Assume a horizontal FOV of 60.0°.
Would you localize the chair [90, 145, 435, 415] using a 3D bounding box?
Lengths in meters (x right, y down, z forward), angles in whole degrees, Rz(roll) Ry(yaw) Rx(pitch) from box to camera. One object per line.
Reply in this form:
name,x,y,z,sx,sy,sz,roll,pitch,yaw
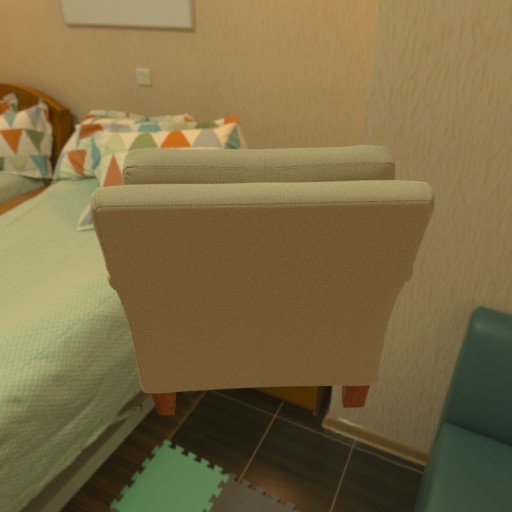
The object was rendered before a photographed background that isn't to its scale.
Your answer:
chair,0.000,0.000,1.784,0.955,1.038,1.070,-1,30,-2
